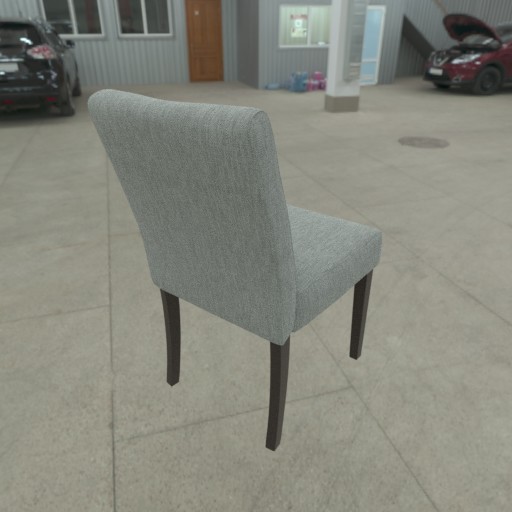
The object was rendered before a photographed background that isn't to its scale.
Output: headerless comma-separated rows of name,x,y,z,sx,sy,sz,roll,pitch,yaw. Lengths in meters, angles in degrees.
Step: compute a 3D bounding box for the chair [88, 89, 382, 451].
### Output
chair,0.000,0.000,1.214,0.487,0.884,0.629,20,34,33
